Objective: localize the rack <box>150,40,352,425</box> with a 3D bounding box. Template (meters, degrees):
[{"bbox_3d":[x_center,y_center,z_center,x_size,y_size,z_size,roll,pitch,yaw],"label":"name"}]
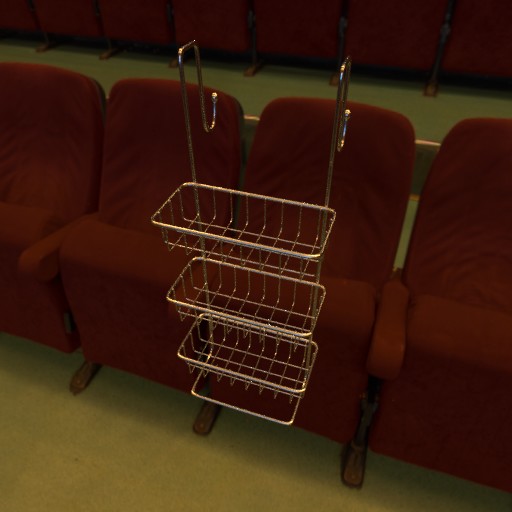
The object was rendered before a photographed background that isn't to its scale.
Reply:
[{"bbox_3d":[0.000,0.000,0.676,0.228,0.574,0.202,13,42,15],"label":"rack"}]
